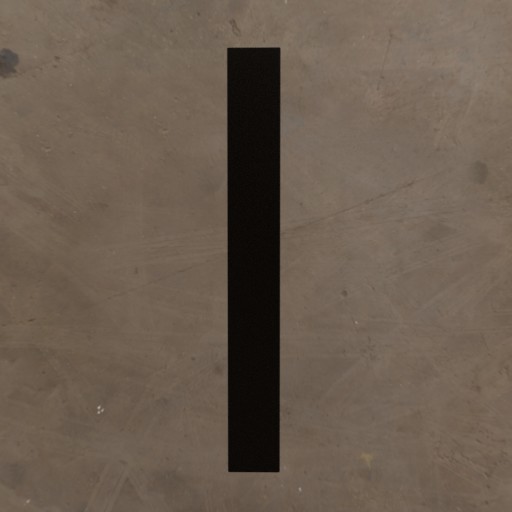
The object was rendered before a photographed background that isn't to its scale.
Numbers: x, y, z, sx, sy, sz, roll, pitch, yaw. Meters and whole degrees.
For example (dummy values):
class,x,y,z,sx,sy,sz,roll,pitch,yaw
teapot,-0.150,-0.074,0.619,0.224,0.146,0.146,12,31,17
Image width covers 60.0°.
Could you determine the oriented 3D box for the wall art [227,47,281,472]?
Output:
class,x,y,z,sx,sy,sz,roll,pitch,yaw
wall art,0.000,0.000,0.461,0.037,0.299,0.299,0,92,1
